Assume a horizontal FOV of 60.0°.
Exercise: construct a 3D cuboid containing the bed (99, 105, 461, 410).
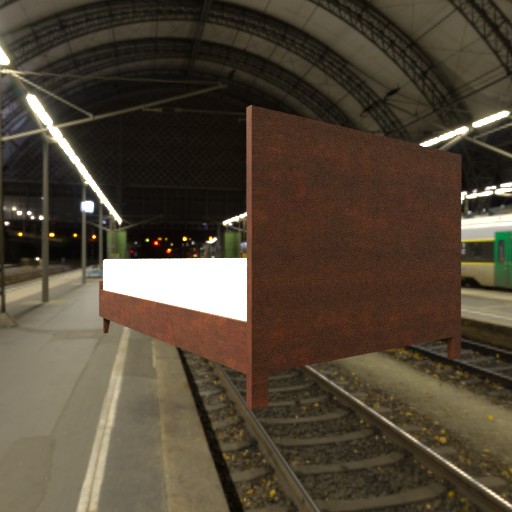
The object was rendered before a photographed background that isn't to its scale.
[{"bbox_3d":[0.000,0.000,3.201,1.600,1.270,2.184,0,0,-35],"label":"bed"}]
